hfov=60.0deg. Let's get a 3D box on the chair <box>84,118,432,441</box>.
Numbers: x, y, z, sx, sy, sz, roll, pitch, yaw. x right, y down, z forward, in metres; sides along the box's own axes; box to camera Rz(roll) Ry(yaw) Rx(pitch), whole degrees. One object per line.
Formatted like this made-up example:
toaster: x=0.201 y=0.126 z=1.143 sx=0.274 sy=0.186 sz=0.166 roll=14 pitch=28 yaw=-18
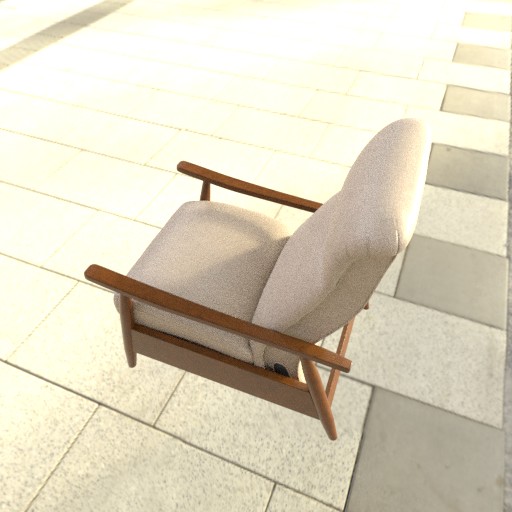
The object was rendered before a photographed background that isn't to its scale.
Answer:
chair: x=0.000 y=0.000 z=1.746 sx=1.030 sy=1.082 sz=0.762 roll=15 pitch=48 yaw=14
